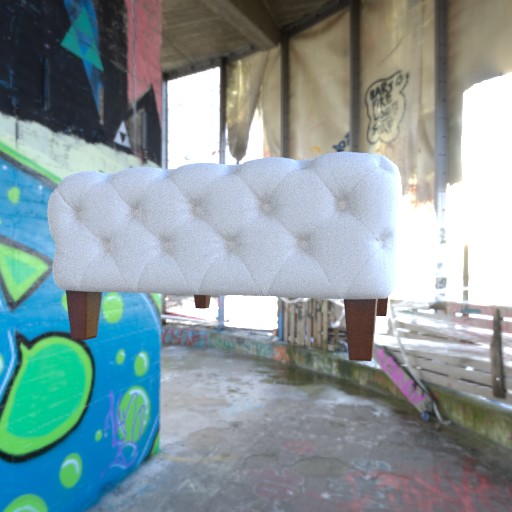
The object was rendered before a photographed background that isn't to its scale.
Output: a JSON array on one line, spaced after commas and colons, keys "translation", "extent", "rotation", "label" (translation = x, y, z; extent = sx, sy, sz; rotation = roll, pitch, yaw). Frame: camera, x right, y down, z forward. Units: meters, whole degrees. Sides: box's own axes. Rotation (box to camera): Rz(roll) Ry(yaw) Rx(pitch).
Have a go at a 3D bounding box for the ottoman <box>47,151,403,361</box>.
[{"translation": [0.000, 0.000, 1.201], "extent": [0.755, 0.376, 0.753], "rotation": [0, 0, 19], "label": "ottoman"}]
